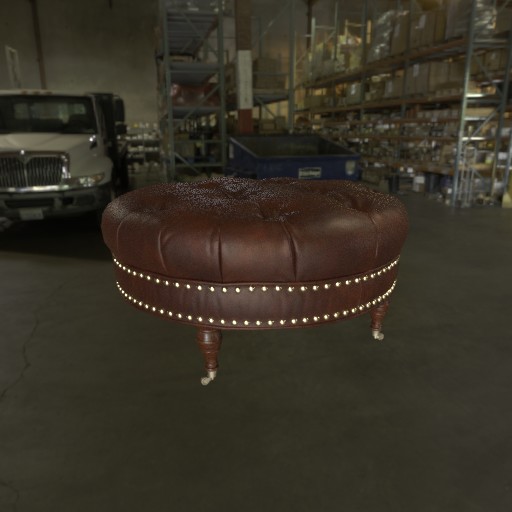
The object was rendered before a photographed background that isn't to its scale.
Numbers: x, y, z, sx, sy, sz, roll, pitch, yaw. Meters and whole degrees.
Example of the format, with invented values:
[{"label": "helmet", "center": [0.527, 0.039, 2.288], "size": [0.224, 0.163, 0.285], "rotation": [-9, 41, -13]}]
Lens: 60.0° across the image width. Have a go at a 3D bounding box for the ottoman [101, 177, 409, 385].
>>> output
[{"label": "ottoman", "center": [0.000, 0.000, 1.390], "size": [0.901, 0.455, 0.901], "rotation": [0, 16, 0]}]
